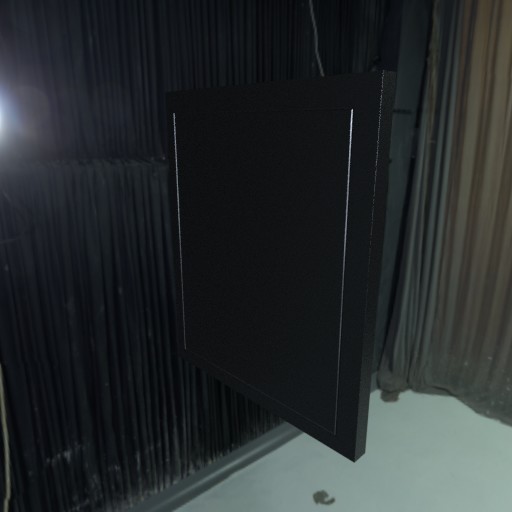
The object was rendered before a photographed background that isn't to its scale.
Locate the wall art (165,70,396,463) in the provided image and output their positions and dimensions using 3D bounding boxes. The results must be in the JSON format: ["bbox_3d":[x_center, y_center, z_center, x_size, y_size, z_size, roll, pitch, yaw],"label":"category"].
[{"bbox_3d":[0.000,0.000,0.770,0.031,0.558,0.461,-15,22,-42],"label":"wall art"}]
